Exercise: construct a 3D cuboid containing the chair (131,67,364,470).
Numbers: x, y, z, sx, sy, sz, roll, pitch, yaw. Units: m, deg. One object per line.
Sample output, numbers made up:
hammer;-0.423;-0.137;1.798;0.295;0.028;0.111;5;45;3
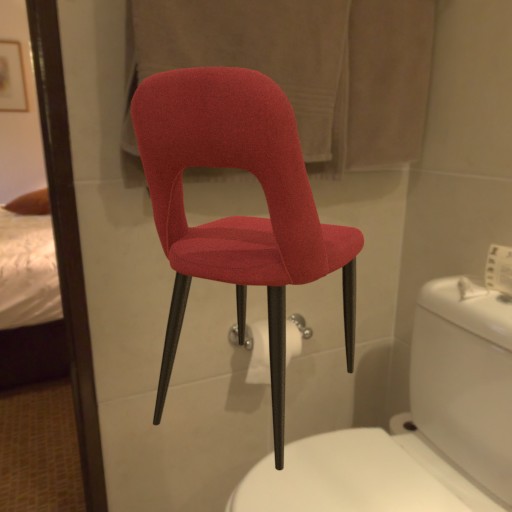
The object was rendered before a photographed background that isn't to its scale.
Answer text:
chair;0.000;0.000;1.207;0.483;0.892;0.569;8;18;27
